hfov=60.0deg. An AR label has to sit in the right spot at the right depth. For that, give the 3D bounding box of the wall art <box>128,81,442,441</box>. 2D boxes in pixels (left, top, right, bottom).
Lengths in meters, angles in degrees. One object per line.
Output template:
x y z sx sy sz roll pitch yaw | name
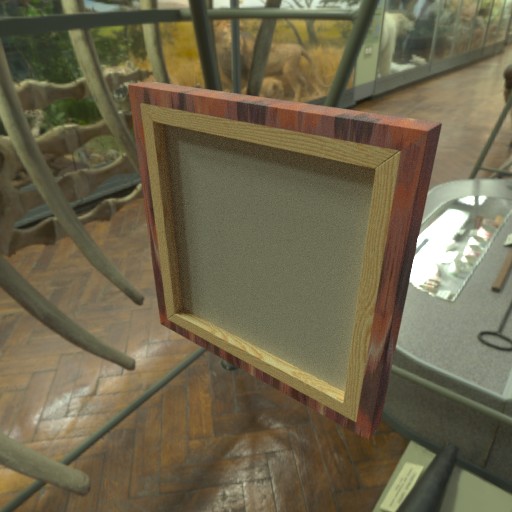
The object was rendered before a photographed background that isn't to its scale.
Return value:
0.000 0.000 0.602 0.403 0.406 0.038 21 36 32 | wall art
